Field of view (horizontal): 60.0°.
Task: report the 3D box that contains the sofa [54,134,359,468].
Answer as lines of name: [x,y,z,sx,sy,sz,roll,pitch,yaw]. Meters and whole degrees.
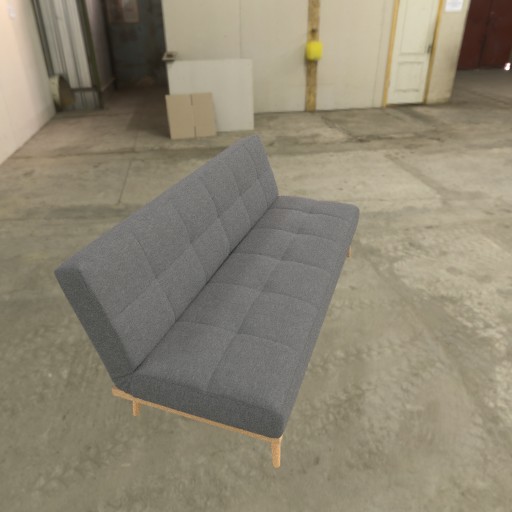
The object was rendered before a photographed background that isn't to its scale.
sofa: [0.000,0.000,2.252,0.820,0.770,1.820,10,31,17]
